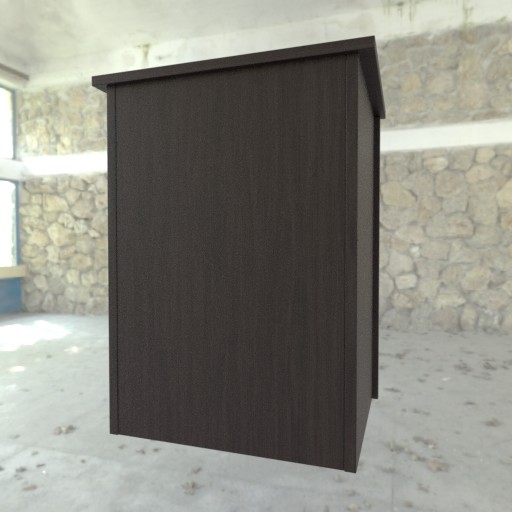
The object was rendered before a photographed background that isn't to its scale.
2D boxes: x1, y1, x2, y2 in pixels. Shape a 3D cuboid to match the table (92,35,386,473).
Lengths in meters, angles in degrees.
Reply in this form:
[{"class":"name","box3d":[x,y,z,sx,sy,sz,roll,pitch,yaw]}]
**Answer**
[{"class":"table","box3d":[0.000,0.000,0.888,0.480,0.635,0.381,1,2,19]}]
